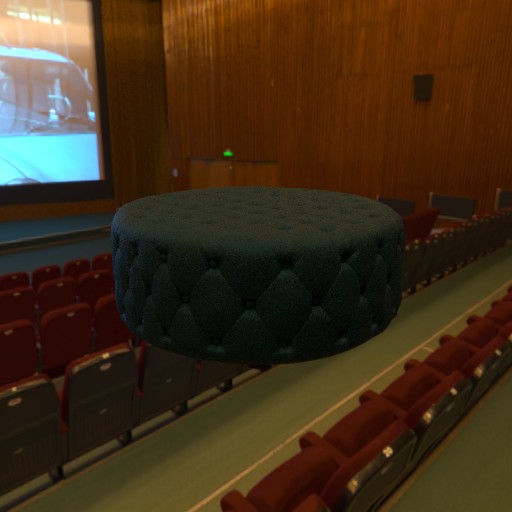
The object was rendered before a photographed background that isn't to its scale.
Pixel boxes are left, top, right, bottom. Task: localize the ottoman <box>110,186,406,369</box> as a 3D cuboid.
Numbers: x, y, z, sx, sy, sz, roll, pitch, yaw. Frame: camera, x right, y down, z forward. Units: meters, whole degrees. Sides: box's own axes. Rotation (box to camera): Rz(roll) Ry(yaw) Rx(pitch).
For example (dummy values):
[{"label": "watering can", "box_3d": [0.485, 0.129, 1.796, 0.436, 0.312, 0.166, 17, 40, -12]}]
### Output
[{"label": "ottoman", "box_3d": [0.000, 0.000, 1.590, 0.998, 0.398, 0.998, 0, 17, 0]}]
